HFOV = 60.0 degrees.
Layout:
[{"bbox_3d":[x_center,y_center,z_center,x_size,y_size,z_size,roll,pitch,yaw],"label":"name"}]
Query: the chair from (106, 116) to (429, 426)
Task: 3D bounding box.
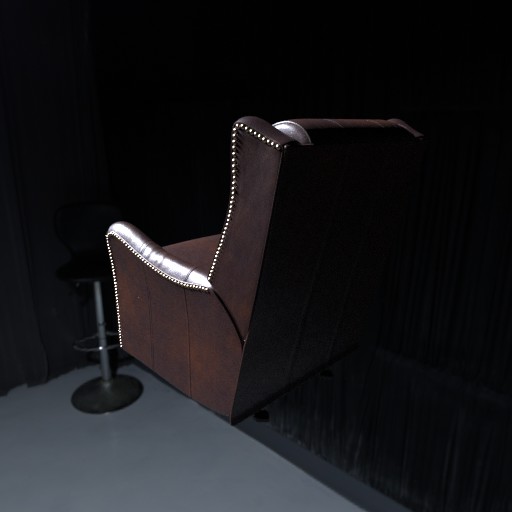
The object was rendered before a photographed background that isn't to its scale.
[{"bbox_3d":[0.000,0.000,1.832,1.008,1.084,0.869,16,23,43],"label":"chair"}]
